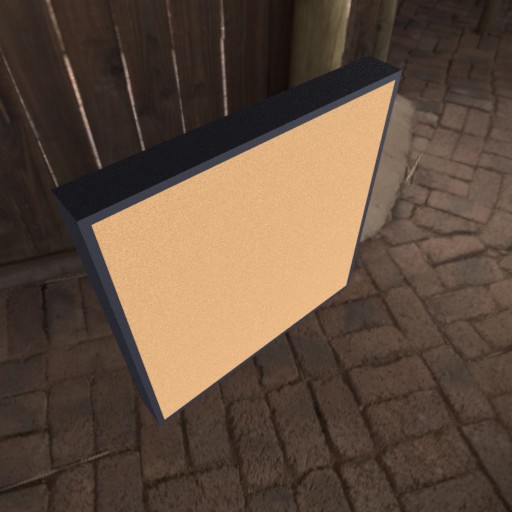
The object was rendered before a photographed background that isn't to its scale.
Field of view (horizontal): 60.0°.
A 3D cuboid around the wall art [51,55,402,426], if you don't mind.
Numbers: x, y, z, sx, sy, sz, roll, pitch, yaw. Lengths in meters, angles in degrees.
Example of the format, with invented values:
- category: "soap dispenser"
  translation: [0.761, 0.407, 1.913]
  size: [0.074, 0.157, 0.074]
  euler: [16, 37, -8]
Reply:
- category: "wall art"
  translation: [0.000, 0.000, 0.446]
  size: [0.304, 0.304, 0.038]
  euler: [-32, 55, -26]
